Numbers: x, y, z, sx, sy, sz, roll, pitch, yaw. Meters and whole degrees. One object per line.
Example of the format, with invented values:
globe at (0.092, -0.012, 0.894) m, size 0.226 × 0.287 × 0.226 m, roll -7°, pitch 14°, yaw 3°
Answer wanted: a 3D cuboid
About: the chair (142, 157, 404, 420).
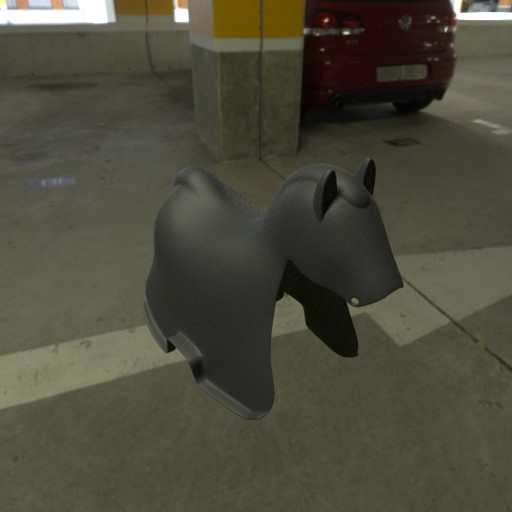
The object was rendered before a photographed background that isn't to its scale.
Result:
chair at (0.000, 0.000, 1.107) m, size 0.429 × 0.612 × 0.800 m, roll -21°, pitch 36°, yaw -33°
